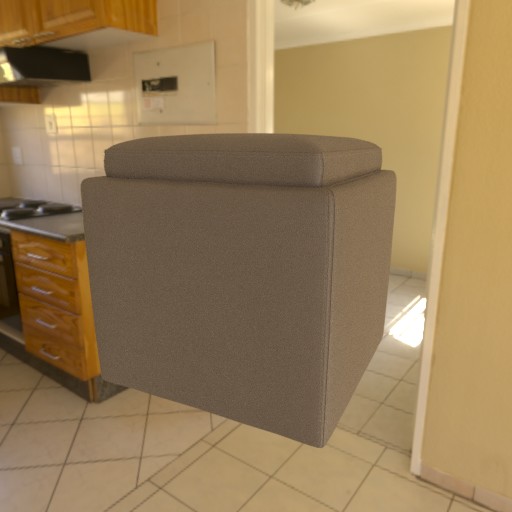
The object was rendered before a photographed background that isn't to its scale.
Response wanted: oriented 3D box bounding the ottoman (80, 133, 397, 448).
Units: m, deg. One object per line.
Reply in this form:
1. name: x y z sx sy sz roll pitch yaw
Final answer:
1. ottoman: 0.000 0.000 0.863 0.451 0.460 0.450 7 16 26
